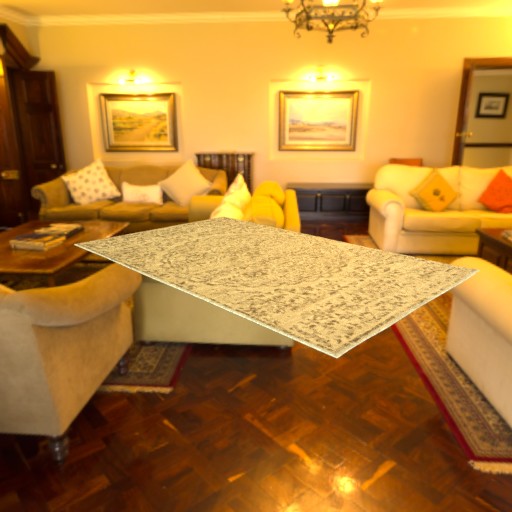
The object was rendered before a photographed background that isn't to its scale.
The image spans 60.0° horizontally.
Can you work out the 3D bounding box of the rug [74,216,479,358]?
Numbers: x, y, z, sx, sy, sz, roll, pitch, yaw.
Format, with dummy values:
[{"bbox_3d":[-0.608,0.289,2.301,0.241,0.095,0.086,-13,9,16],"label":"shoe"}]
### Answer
[{"bbox_3d":[0.000,0.000,3.102,1.527,0.021,2.447,-16,23,-43],"label":"rug"}]
